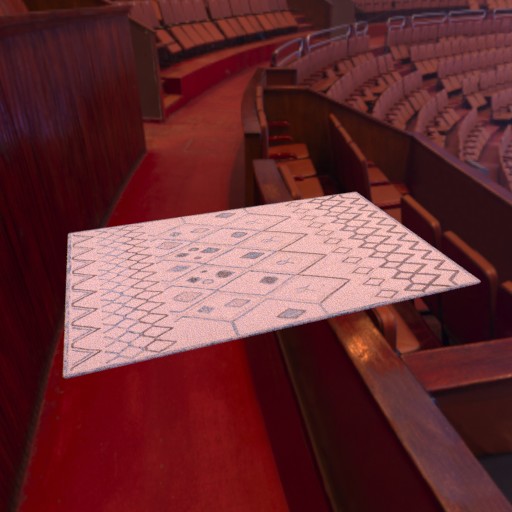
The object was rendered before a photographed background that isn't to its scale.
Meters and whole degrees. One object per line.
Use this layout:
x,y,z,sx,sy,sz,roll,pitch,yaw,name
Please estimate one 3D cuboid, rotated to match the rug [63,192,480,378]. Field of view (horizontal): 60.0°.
0.000,0.000,3.032,2.439,0.015,1.524,-10,32,-16,rug
